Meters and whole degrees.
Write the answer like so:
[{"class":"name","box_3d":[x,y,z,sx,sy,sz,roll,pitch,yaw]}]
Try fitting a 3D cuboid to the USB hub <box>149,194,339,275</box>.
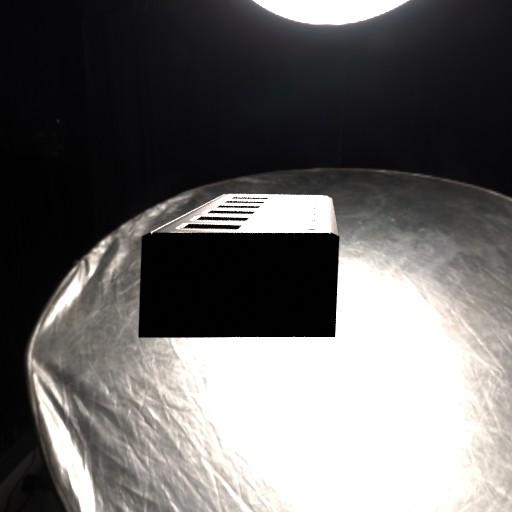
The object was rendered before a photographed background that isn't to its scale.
[{"class":"USB hub","box_3d":[0.000,0.000,0.126,0.044,0.023,0.110,2,14,8]}]
